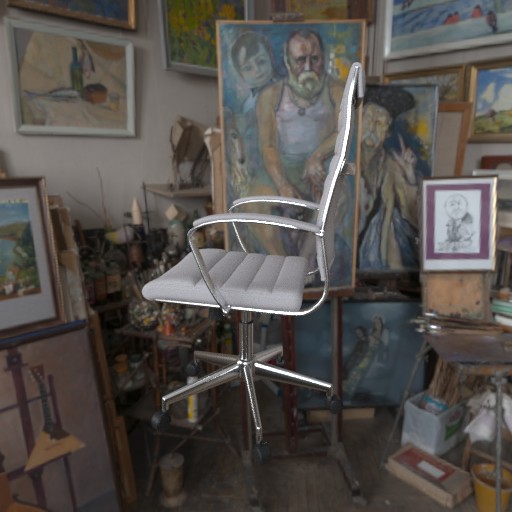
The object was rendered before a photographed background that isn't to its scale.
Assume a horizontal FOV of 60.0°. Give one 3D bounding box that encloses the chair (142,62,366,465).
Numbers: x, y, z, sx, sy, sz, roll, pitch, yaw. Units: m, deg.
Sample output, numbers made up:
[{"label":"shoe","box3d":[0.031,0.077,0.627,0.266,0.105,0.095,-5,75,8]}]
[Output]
[{"label":"chair","box3d":[0.000,0.000,1.528,0.667,1.149,0.679,2,13,9]}]
